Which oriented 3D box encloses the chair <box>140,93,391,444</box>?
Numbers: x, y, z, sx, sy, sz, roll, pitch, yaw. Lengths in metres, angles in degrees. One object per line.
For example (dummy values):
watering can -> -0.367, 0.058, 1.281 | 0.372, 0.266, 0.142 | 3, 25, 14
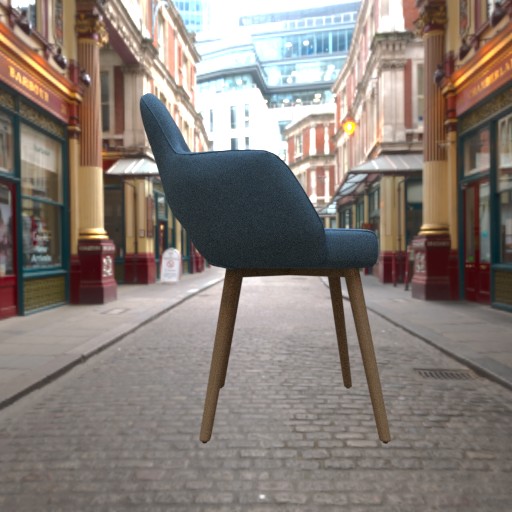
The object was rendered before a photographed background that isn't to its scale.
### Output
chair -> 0.000, 0.000, 1.319 | 0.666, 0.920, 0.589 | 0, 0, 0
